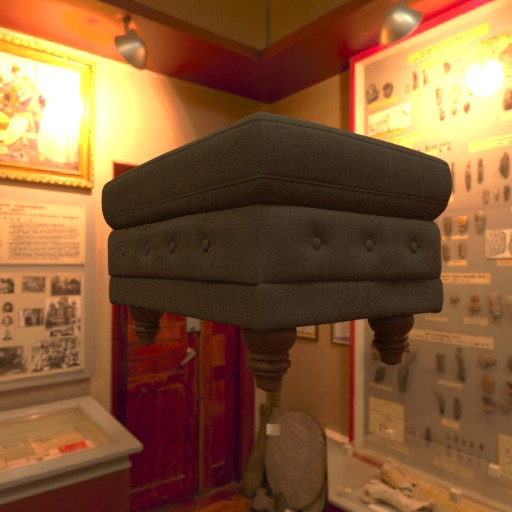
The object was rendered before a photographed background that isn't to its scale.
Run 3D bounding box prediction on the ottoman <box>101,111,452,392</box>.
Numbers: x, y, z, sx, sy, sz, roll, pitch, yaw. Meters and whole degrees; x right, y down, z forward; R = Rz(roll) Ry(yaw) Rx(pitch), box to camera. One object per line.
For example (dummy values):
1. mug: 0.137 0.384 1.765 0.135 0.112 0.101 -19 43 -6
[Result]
1. ottoman: 0.000 0.000 1.140 0.569 0.500 0.771 1 -2 -36
